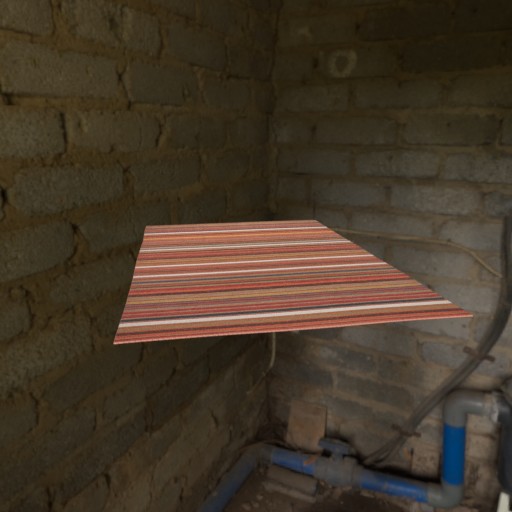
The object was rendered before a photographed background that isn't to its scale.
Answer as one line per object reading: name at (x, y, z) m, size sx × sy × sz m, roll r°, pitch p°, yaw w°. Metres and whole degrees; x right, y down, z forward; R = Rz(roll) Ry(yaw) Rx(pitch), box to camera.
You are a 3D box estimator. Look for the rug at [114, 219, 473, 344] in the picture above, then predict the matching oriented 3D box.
rug at (0.000, 0.000, 2.315) m, size 1.217 × 0.007 × 1.828 m, roll -3°, pitch 16°, yaw -10°
